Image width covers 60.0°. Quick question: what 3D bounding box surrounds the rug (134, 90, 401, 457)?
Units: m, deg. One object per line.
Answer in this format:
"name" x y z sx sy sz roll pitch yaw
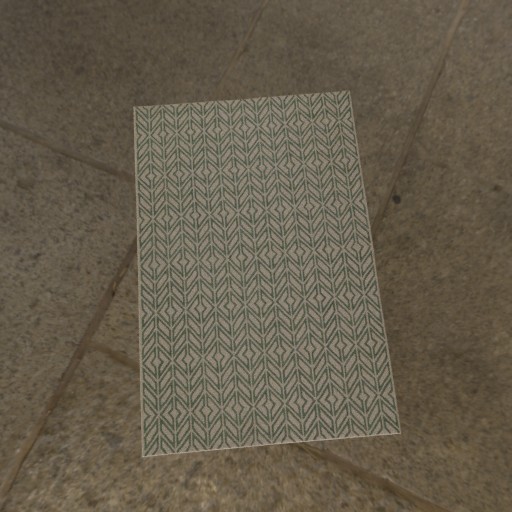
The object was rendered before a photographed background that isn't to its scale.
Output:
"rug" 0.000 0.000 2.287 1.220 0.007 1.828 -5 77 -1
